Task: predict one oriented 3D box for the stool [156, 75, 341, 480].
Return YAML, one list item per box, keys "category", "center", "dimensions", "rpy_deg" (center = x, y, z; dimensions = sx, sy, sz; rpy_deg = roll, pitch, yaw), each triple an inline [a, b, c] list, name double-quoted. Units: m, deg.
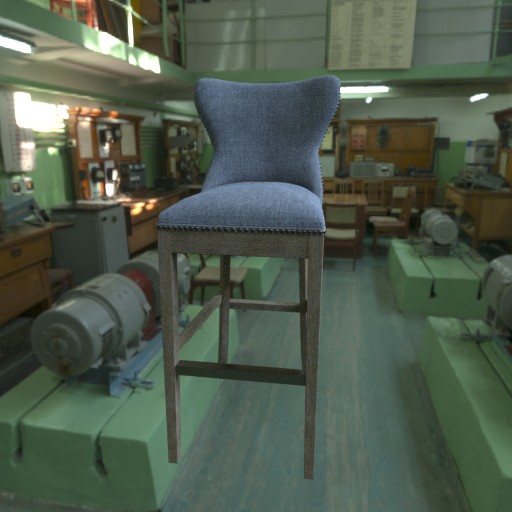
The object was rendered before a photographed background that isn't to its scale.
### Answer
- category: "stool"
  center: [0.000, 0.000, 1.416]
  dimensions: [0.494, 1.123, 0.606]
  rpy_deg: [2, 15, 9]
